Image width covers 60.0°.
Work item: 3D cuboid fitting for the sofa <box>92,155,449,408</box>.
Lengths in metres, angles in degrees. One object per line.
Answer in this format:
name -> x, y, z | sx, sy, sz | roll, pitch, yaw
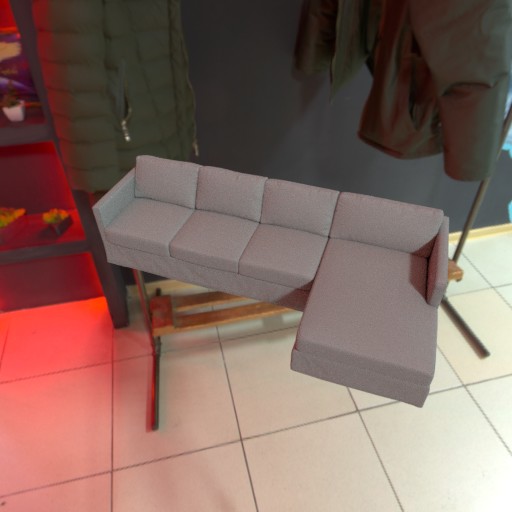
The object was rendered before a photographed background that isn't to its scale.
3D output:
sofa -> 0.000, 0.000, 3.991 | 3.177, 0.867, 1.622 | 13, 43, 14
